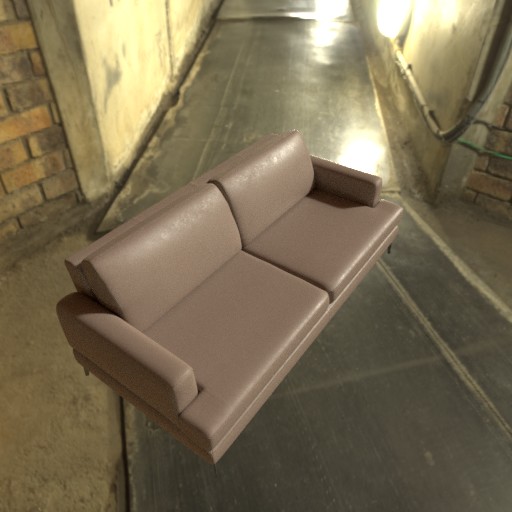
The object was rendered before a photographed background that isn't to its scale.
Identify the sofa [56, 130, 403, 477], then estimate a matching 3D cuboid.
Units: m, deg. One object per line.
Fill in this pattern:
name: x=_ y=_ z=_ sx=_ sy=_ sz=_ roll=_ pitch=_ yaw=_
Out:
sofa: x=0.000 y=0.000 z=2.460 sx=0.974 sy=0.765 sz=1.940 roll=25 pitch=46 yaw=27
